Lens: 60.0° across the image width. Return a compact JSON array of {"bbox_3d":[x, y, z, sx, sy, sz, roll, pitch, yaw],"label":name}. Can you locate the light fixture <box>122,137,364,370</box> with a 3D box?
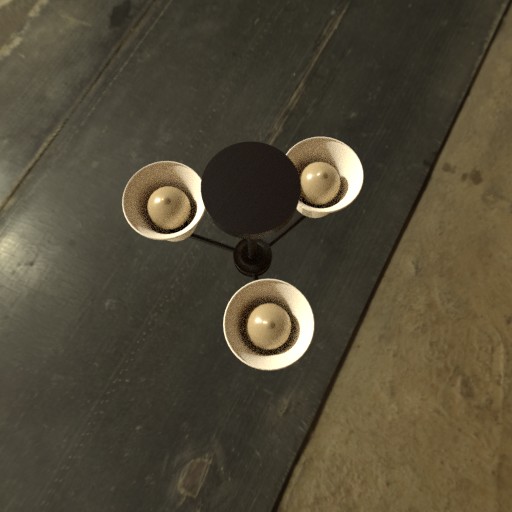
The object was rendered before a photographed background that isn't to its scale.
[{"bbox_3d":[0.000,0.000,0.700,0.388,0.370,0.354,-10,75,-3],"label":"light fixture"}]
